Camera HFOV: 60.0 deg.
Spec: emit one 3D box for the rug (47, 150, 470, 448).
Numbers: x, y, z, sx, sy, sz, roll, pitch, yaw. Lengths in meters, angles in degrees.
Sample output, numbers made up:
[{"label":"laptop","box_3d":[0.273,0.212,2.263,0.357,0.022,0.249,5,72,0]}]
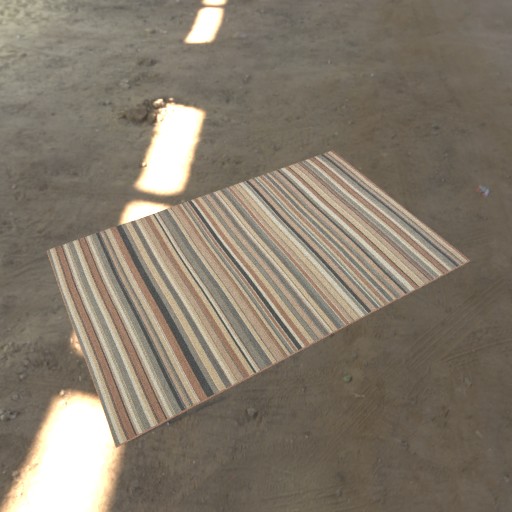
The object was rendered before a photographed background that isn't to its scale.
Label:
[{"label":"rug","box_3d":[0.000,0.000,3.000,2.438,0.014,1.523,-23,51,-20]}]
